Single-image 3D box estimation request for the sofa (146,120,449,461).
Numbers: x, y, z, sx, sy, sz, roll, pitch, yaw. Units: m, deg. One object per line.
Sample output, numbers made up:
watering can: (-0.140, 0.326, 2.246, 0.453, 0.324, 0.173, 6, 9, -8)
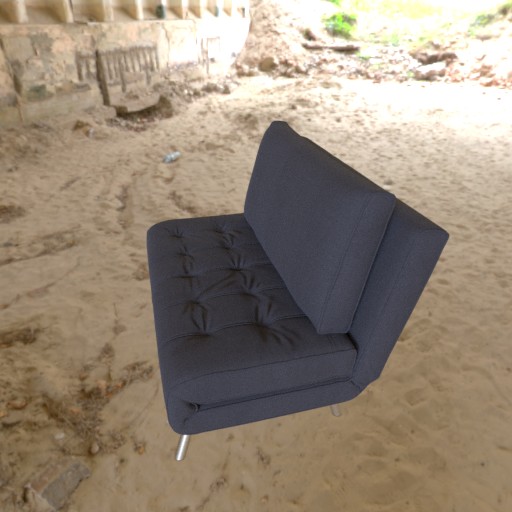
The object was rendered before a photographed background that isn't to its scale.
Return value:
sofa: (0.000, 0.000, 1.901, 0.910, 0.910, 1.220, -7, 30, -13)
